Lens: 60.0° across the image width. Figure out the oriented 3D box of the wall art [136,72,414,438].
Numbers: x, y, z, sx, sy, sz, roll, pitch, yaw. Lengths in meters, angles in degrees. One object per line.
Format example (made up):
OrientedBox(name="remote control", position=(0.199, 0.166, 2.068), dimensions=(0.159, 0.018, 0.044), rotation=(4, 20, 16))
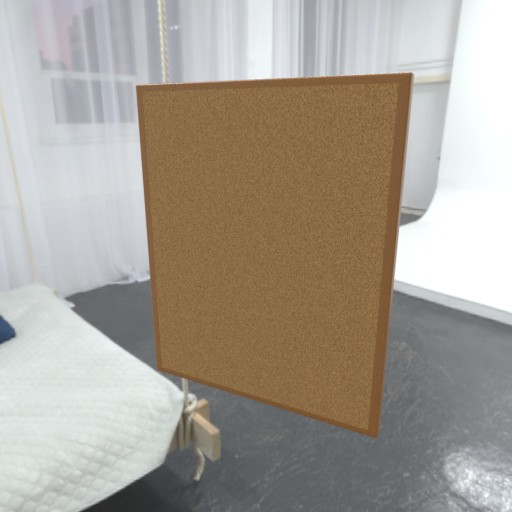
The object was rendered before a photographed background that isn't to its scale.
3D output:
OrientedBox(name="wall art", position=(0.000, 0.000, 0.747), dimensions=(0.452, 0.553, 0.022), rotation=(9, 19, 26))
